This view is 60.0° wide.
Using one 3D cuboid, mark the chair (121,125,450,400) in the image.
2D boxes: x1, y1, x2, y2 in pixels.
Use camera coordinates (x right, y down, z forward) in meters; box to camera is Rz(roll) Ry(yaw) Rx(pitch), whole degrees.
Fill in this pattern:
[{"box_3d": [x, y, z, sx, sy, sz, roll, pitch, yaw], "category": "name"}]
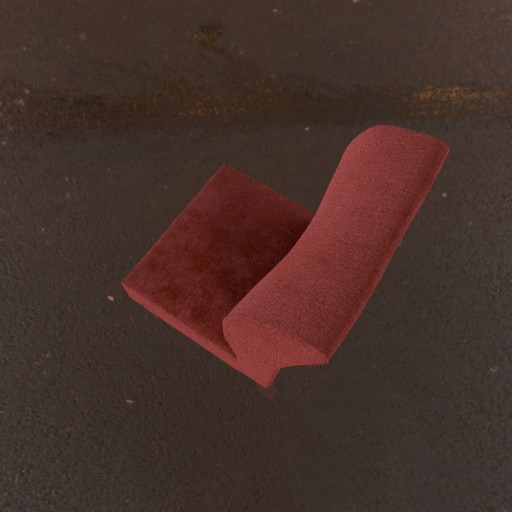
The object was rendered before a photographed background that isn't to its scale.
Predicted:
[{"box_3d": [0.000, 0.000, 1.253, 0.640, 0.846, 0.538, 31, 68, 14], "category": "chair"}]
